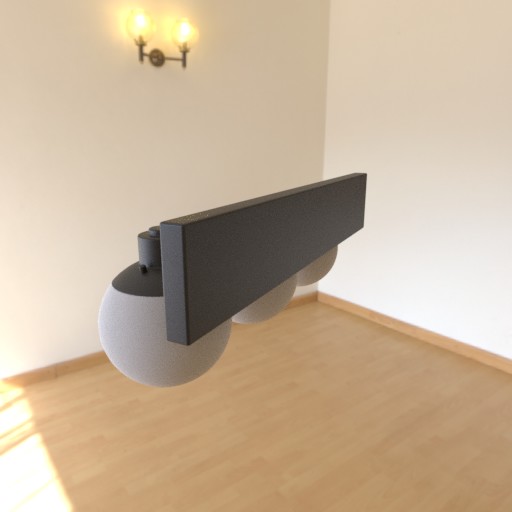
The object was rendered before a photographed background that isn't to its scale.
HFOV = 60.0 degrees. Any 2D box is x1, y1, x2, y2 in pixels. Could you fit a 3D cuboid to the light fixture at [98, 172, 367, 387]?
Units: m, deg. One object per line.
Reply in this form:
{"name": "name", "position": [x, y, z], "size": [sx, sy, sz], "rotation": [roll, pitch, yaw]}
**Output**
{"name": "light fixture", "position": [0.000, 0.000, 0.826], "size": [0.218, 0.263, 0.721], "rotation": [8, 17, 27]}
